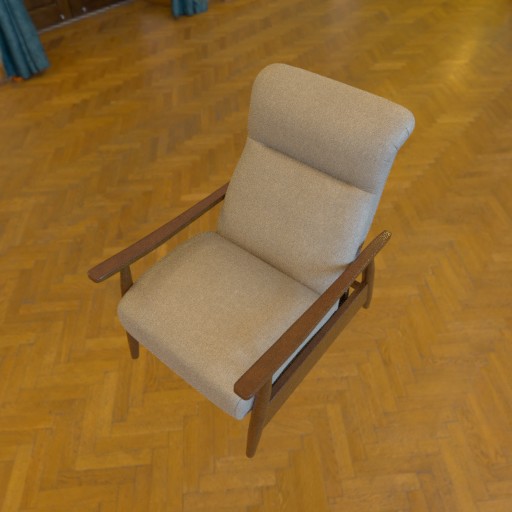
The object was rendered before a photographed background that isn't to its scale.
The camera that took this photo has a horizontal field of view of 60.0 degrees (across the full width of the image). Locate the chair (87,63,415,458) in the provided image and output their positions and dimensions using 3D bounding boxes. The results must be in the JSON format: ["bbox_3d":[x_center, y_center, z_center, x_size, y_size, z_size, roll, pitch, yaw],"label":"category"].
[{"bbox_3d":[0.000,0.000,1.778,0.762,1.082,1.030,31,55,25],"label":"chair"}]
